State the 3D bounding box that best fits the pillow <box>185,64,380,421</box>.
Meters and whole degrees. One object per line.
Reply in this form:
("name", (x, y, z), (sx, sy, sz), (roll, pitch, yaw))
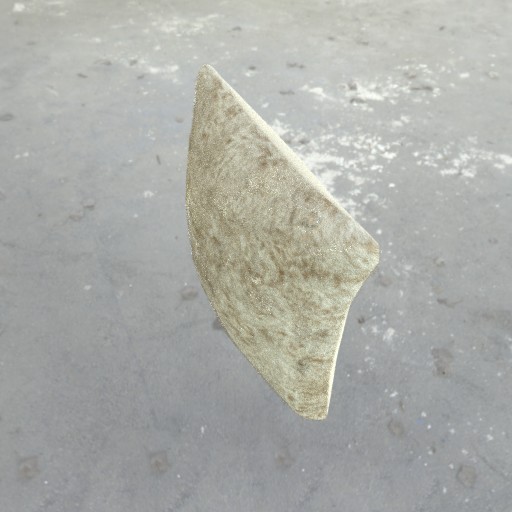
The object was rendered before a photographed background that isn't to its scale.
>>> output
("pillow", (0.000, 0.000, 0.828), (0.216, 0.525, 0.538), (-19, 50, -17))
